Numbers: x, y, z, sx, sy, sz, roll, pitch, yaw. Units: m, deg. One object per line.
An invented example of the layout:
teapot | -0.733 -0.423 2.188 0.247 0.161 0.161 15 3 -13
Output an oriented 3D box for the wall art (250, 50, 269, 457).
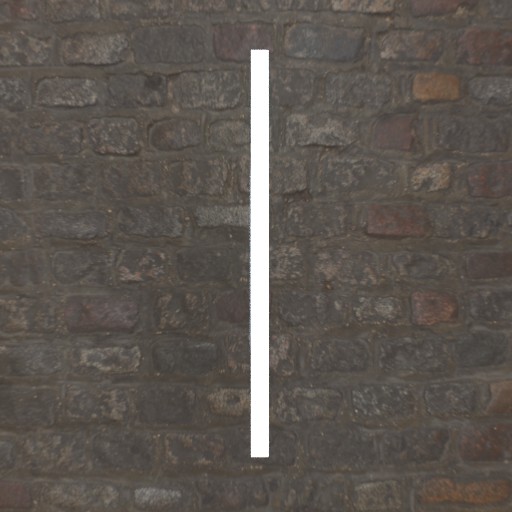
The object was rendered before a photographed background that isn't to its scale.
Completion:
wall art | 0.000 0.000 1.400 0.037 1.062 0.801 0 89 -1
